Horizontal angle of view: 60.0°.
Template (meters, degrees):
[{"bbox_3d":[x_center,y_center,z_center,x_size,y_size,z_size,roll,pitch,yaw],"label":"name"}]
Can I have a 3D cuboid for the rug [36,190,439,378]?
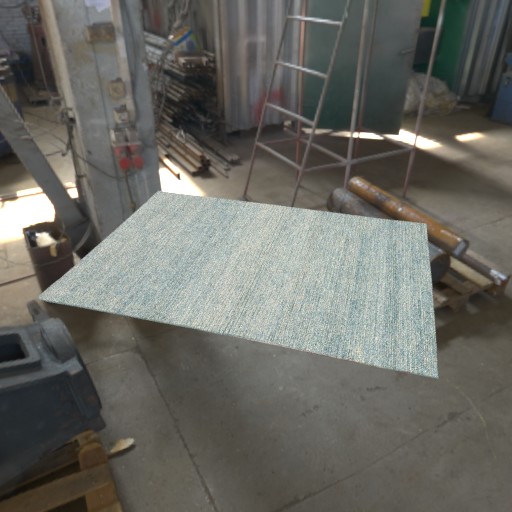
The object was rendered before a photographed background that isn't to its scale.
[{"bbox_3d":[0.000,0.000,2.997,2.260,0.026,1.611,9,33,14],"label":"rug"}]
